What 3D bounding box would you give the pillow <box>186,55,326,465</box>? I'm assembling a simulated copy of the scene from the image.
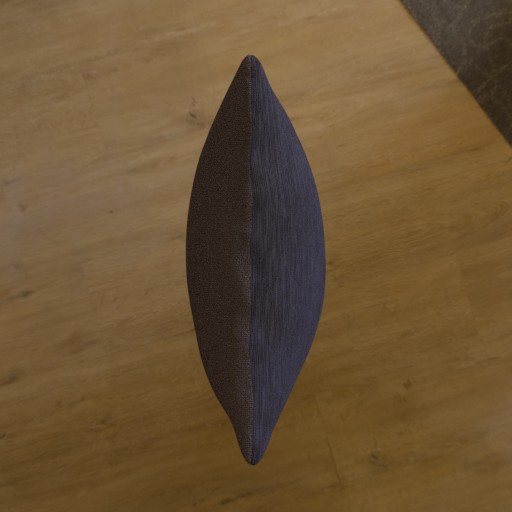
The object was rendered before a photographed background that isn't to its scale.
[{"bbox_3d":[0.000,0.000,0.695,0.204,0.439,0.452,0,90,0],"label":"pillow"}]
